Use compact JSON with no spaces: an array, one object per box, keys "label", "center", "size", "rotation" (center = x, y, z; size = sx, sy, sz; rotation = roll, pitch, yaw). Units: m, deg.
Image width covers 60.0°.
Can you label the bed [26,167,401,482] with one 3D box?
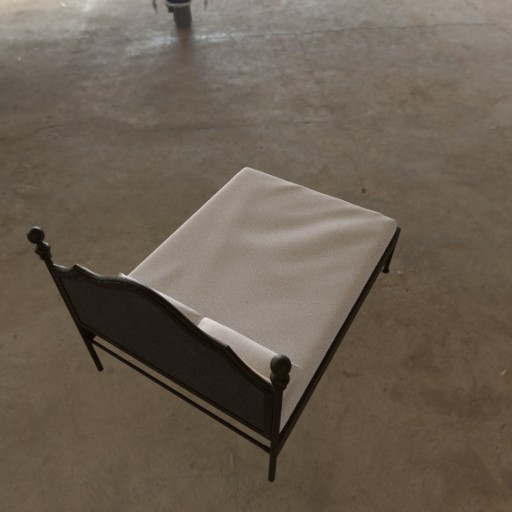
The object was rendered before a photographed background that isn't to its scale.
[{"label":"bed","center":[0.000,0.000,3.299],"size":[1.642,1.499,2.224],"rotation":[24,51,21]}]
